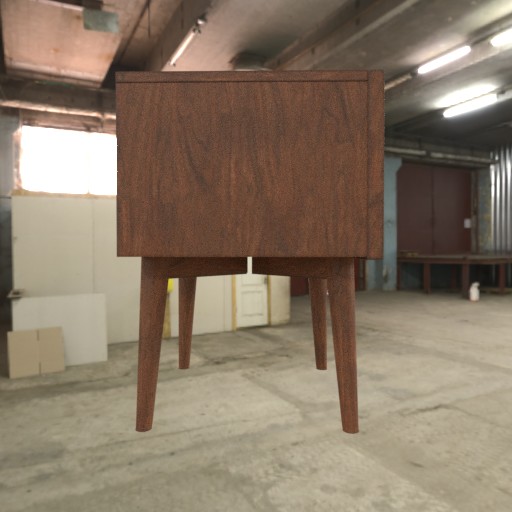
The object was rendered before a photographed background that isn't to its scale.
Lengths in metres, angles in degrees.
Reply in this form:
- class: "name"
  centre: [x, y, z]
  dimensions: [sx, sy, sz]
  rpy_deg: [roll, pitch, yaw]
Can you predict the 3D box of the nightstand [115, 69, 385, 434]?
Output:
- class: "nightstand"
  centre: [0.000, 0.000, 0.977]
  dimensions: [0.445, 0.607, 0.521]
  rpy_deg: [0, 1, 1]
